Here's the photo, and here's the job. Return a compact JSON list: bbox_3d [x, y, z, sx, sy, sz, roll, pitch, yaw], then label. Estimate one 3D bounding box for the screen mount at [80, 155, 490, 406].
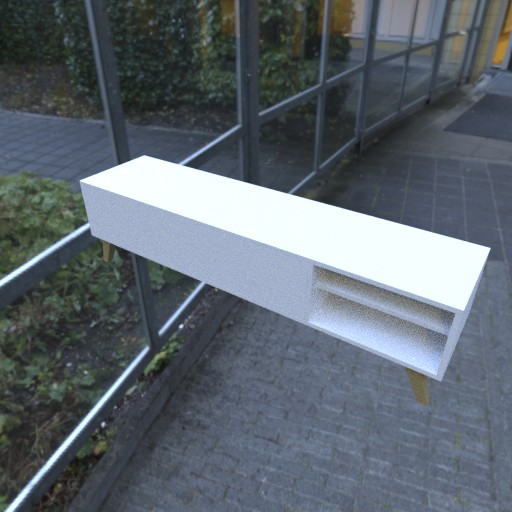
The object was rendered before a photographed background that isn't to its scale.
[{"bbox_3d":[0.000,0.000,1.862,1.644,0.432,0.399,20,37,28],"label":"screen mount"}]
